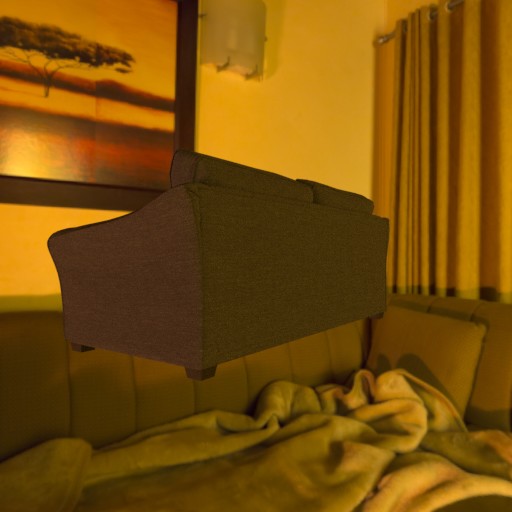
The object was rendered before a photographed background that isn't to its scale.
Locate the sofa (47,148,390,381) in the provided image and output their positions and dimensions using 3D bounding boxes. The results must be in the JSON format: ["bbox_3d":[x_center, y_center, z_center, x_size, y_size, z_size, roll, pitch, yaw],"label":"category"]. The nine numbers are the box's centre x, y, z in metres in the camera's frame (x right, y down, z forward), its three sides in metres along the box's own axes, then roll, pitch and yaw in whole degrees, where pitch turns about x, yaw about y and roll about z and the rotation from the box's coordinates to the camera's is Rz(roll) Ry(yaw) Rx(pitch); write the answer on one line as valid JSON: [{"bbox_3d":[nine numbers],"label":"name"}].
[{"bbox_3d":[0.000,0.000,2.794,0.971,0.950,2.270,0,1,36],"label":"sofa"}]
